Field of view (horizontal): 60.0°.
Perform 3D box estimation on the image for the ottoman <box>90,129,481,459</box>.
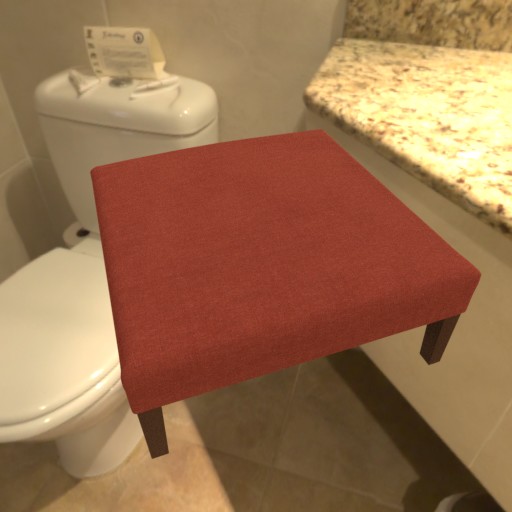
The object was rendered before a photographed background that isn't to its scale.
[{"bbox_3d":[0.000,0.000,1.409,0.890,0.411,0.889,-13,42,-15],"label":"ottoman"}]
